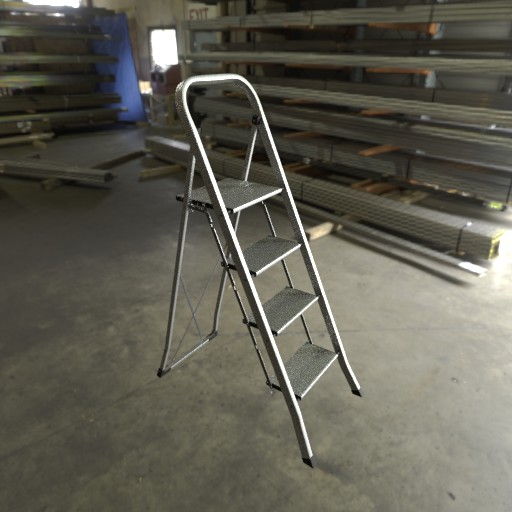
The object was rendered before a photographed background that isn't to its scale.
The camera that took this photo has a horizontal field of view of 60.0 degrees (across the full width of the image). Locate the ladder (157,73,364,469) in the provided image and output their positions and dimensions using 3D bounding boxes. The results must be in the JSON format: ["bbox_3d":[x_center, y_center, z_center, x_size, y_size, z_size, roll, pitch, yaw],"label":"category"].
[{"bbox_3d":[0.000,0.000,1.709,0.830,1.290,0.465,16,30,31],"label":"ladder"}]
